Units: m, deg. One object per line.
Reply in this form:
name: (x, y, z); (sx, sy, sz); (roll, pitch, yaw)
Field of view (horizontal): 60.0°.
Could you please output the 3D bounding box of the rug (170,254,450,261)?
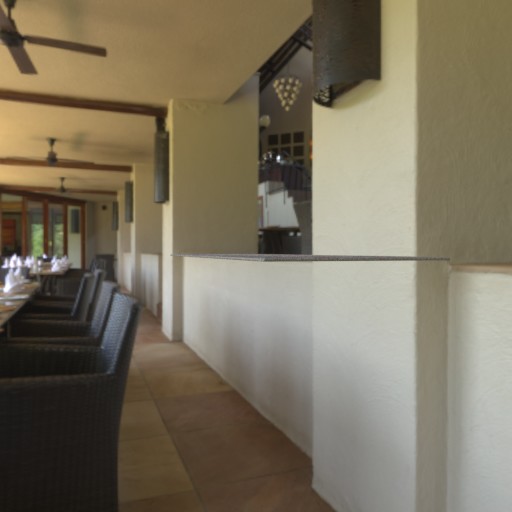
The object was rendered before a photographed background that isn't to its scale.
rug: (0.000, 0.000, 2.018); (0.553, 0.012, 1.827); (0, 1, -18)
